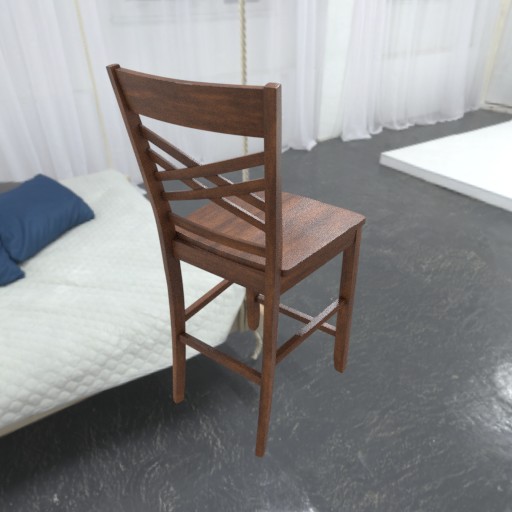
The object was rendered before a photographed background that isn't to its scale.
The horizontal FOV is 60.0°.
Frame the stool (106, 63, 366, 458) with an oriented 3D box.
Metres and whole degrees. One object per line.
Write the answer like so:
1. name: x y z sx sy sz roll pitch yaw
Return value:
1. stool: 0.000 0.000 1.325 0.462 1.079 0.539 20 36 31
